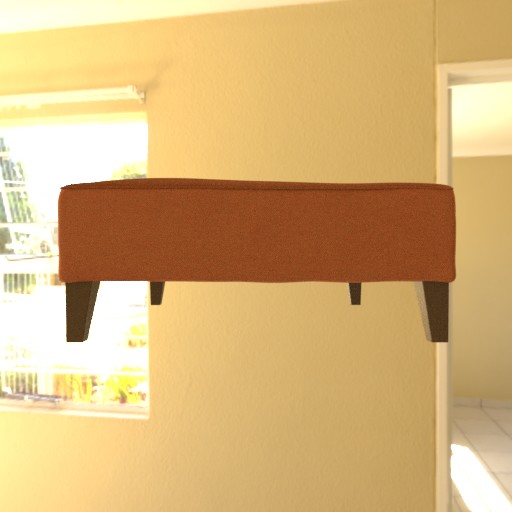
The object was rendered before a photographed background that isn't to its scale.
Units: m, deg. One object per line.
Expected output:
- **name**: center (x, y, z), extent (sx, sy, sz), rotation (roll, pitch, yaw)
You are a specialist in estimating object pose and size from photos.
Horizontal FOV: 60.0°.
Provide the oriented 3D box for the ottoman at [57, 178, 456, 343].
- **ottoman**: center (0.000, 0.000, 1.575), extent (0.997, 0.438, 0.999), rotation (0, 0, 0)
